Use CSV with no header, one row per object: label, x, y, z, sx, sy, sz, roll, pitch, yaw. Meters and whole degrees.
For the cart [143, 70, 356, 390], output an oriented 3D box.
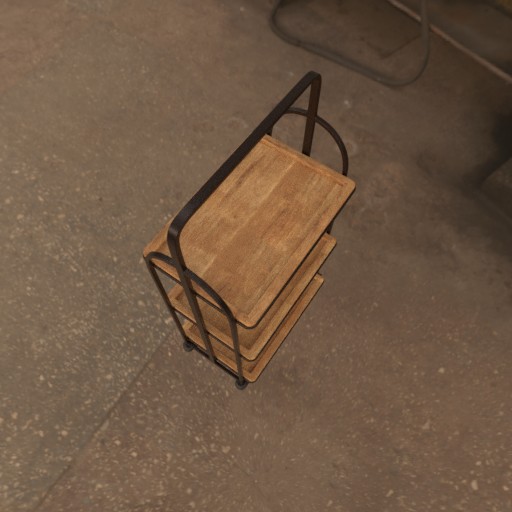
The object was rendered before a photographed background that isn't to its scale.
cart,0.000,0.000,1.280,0.327,1.001,0.553,32,67,15
